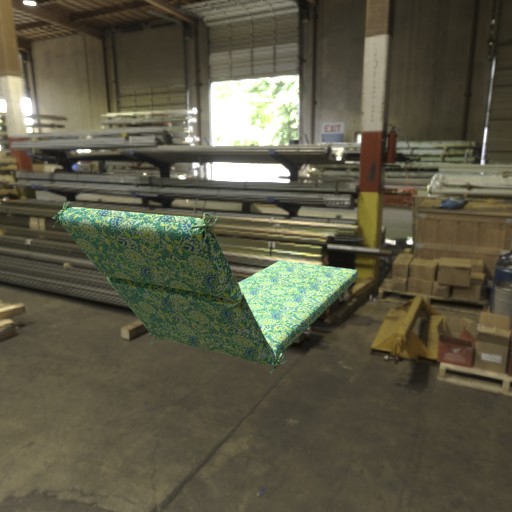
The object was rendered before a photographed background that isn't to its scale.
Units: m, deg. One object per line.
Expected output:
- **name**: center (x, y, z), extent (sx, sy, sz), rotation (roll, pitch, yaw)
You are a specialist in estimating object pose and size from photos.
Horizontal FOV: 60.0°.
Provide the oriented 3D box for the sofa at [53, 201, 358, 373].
- **sofa**: center (0.000, 0.000, 1.978), extent (0.582, 0.622, 1.663), rotation (7, 16, 26)
